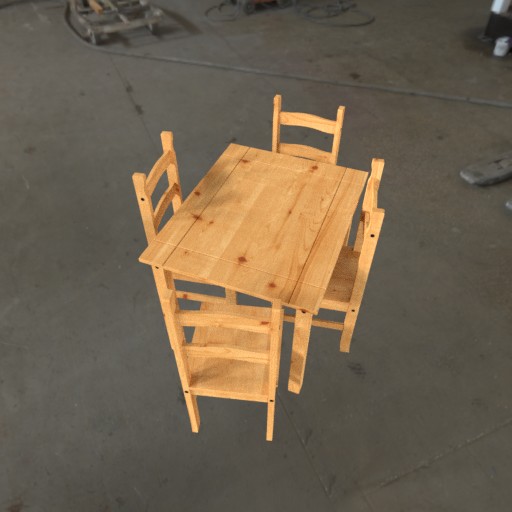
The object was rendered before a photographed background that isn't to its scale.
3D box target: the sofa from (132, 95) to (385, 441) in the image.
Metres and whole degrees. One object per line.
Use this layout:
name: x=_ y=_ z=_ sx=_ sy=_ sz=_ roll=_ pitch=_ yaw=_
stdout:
sofa: x=0.000 y=0.000 z=2.277 sx=1.144 sy=1.000 sz=1.529 roll=16 pitch=48 yaw=15
